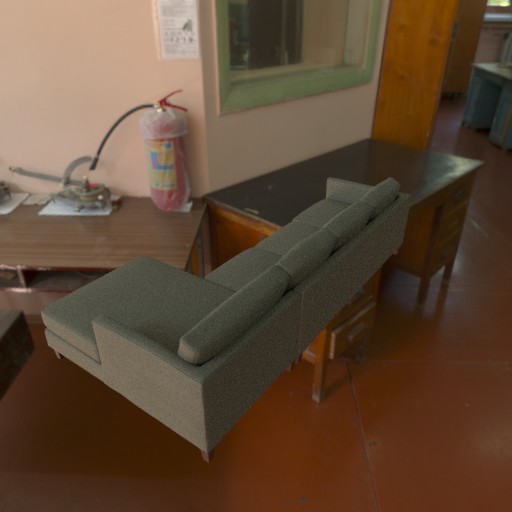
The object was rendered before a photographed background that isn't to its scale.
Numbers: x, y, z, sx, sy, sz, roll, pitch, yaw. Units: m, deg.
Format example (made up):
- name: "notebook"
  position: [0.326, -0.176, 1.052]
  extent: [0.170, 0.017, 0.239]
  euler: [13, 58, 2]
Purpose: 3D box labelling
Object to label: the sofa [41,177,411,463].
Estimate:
- name: "sofa"
  position: [0.000, 0.000, 3.919]
  extent: [1.625, 0.861, 3.186]
  euler: [20, 36, 30]
